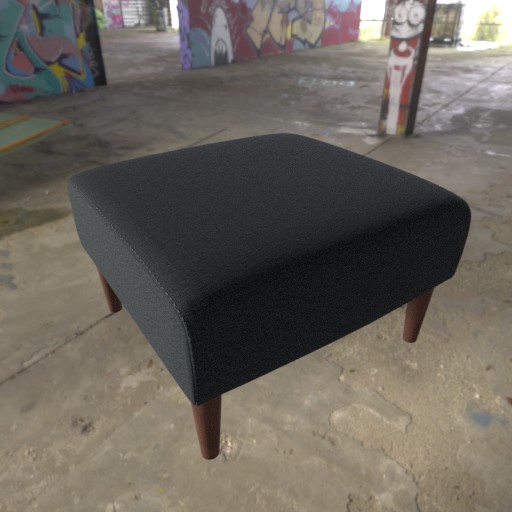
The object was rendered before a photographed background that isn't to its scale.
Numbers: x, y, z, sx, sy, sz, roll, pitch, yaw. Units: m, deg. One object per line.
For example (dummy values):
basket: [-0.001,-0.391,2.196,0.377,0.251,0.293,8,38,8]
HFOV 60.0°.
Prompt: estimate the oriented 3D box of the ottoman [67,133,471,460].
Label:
ottoman: [0.000,0.000,1.027,0.650,0.398,0.649,-19,36,-29]
